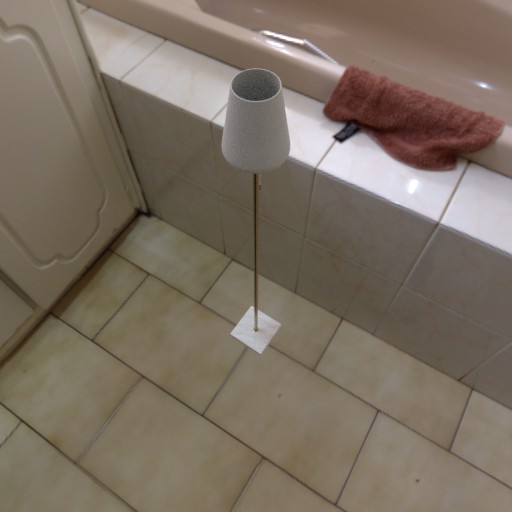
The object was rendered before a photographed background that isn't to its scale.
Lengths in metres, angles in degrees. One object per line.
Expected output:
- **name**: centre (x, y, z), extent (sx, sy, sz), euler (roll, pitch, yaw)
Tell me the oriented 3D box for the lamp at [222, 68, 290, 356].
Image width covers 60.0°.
- **lamp**: centre (0.000, 0.000, 1.988), extent (0.229, 1.813, 0.232), euler (30, 64, 17)
